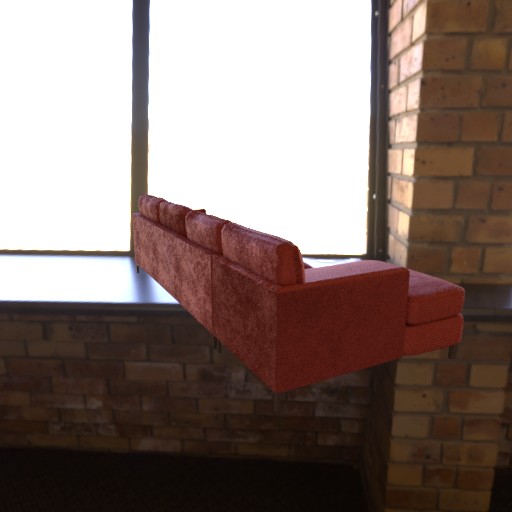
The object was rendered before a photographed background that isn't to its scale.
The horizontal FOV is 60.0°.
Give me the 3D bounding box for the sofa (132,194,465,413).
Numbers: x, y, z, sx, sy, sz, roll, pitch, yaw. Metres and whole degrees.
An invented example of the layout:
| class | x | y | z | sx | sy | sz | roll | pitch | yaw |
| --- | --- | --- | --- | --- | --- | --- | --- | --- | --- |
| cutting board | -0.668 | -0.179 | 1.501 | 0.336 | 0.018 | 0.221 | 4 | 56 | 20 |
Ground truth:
| class | x | y | z | sx | sy | sz | roll | pitch | yaw |
| --- | --- | --- | --- | --- | --- | --- | --- | --- | --- |
| sofa | 0.000 | 0.000 | 4.140 | 1.500 | 0.967 | 3.400 | -7 | 15 | -27 |
